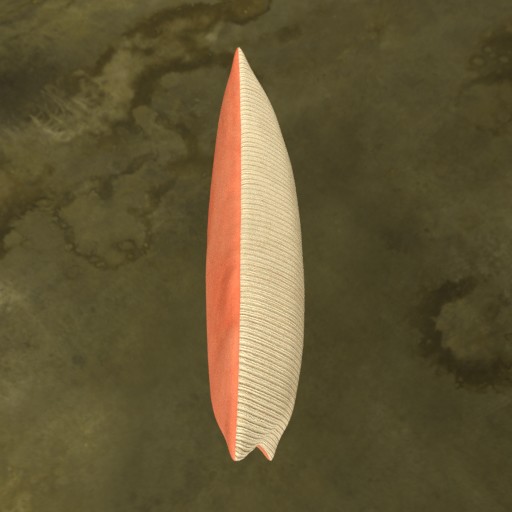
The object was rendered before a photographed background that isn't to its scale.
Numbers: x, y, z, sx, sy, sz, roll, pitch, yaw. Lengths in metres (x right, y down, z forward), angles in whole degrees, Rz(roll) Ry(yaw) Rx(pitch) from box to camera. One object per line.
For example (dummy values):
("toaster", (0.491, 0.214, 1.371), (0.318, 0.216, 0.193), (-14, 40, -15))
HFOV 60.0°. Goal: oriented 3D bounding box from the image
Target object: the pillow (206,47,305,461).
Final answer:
("pillow", (0.000, 0.000, 0.723), (0.155, 0.307, 0.608), (-1, 65, 0))
